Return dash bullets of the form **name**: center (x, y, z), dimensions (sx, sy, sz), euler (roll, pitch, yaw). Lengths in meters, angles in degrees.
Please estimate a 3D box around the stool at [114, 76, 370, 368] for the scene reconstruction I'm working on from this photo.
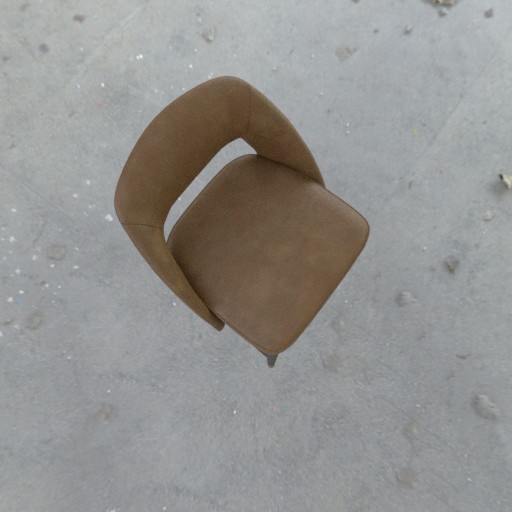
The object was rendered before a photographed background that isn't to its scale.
- **stool**: center (0.000, 0.000, 1.339), dimensions (0.509, 1.037, 0.494), euler (37, 79, 8)
